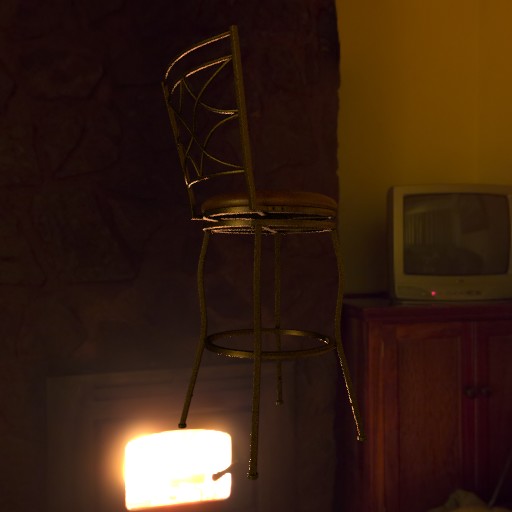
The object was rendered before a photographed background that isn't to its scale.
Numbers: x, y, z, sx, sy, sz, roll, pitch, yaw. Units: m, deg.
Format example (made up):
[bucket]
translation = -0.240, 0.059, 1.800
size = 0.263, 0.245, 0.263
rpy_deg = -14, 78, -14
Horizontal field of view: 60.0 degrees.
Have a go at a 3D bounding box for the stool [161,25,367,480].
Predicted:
[stool]
translation = 0.000, 0.000, 1.370
size = 0.534, 1.117, 0.434
rpy_deg = 0, 0, -35
